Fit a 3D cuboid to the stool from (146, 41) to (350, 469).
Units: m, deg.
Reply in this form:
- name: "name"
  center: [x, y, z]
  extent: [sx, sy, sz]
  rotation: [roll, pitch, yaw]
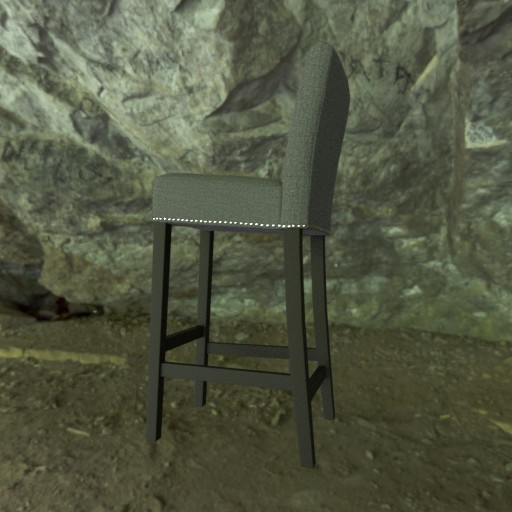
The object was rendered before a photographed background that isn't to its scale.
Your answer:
- name: "stool"
  center: [0.000, 0.000, 1.330]
  extent: [0.548, 1.047, 0.411]
  rotation: [0, 0, 18]
